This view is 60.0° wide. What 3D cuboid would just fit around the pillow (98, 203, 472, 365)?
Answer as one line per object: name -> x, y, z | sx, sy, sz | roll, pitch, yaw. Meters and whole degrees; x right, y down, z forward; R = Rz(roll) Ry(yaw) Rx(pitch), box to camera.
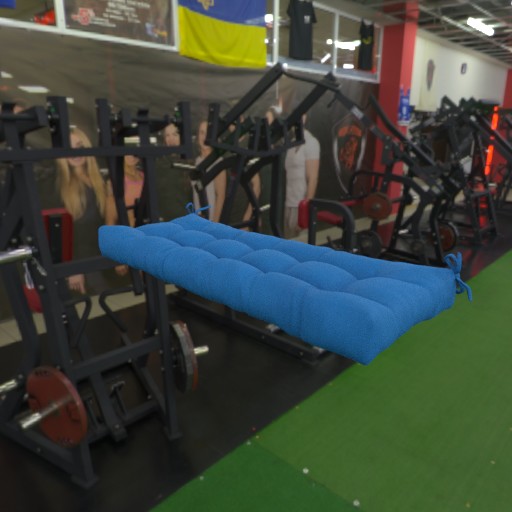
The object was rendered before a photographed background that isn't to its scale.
pillow -> 0.000, 0.000, 1.389 | 1.194, 0.174, 0.511 | 16, 23, 43
